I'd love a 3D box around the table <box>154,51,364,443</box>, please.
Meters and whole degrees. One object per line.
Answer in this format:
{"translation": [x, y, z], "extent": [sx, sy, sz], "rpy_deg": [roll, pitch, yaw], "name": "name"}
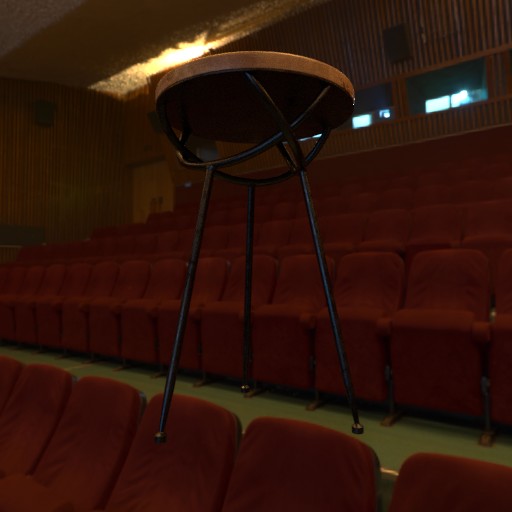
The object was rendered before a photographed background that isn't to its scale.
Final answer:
{"translation": [0.000, 0.000, 0.917], "extent": [0.418, 0.664, 0.414], "rpy_deg": [-2, -3, 36], "name": "table"}
